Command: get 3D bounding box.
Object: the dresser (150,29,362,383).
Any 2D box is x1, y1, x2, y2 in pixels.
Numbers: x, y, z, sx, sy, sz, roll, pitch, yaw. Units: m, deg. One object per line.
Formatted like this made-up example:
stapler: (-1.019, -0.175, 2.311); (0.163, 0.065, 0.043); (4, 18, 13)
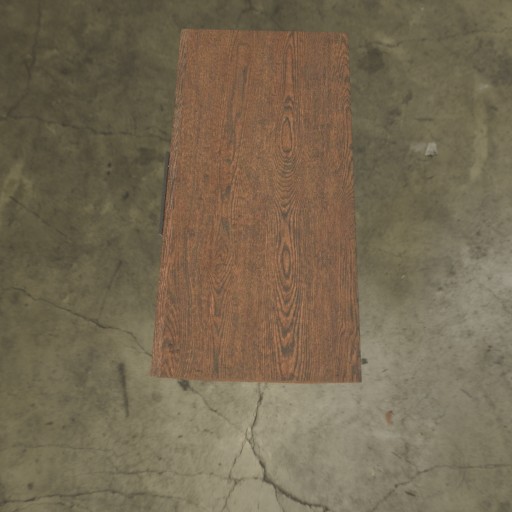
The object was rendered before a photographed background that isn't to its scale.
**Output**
dresser: (0.000, 0.000, 1.771); (0.508, 1.321, 0.965); (1, 74, 0)
